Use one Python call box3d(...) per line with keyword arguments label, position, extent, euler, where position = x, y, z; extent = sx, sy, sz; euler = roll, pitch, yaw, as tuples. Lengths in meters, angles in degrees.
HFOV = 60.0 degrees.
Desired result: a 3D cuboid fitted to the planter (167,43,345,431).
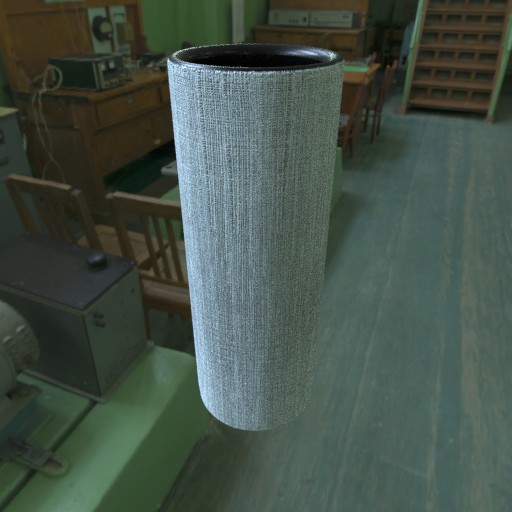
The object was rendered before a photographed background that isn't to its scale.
box3d(label="planter", position=(0.000, 0.000, 0.323), extent=(0.100, 0.270, 0.100), euler=(11, 34, 17))
